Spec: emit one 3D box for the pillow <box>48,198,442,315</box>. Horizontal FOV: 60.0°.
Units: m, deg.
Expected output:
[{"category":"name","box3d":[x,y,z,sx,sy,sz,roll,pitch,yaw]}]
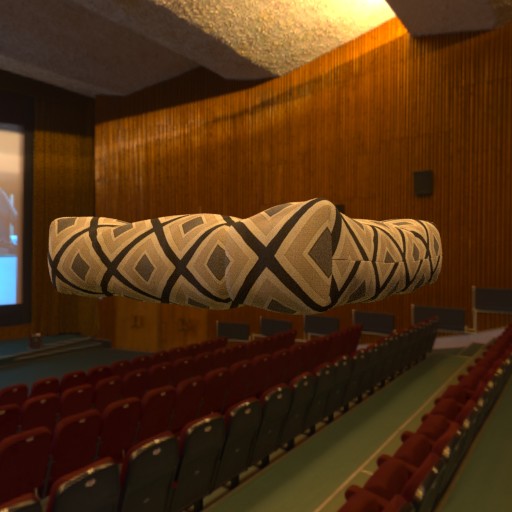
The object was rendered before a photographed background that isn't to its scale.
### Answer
[{"category":"pillow","box3d":[0.000,0.000,0.728,0.490,0.128,0.468,1,2,35]}]
